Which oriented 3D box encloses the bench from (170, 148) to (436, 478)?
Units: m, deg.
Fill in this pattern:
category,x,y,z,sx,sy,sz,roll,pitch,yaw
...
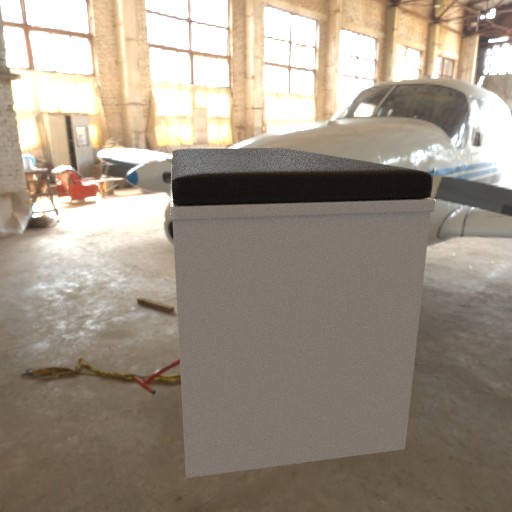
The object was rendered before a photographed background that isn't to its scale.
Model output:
category,x,y,z,sx,sy,sz,roll,pitch,yaw
bench,0.000,0.000,1.124,0.401,0.500,0.899,-3,16,-10
